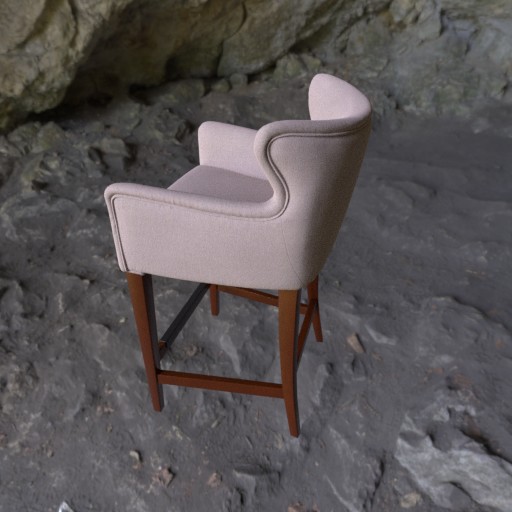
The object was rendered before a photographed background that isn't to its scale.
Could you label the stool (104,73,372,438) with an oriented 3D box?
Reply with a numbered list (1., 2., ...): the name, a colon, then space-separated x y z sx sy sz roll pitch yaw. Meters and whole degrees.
1. stool: 0.000 0.000 1.329 0.570 0.951 0.601 9 33 14
